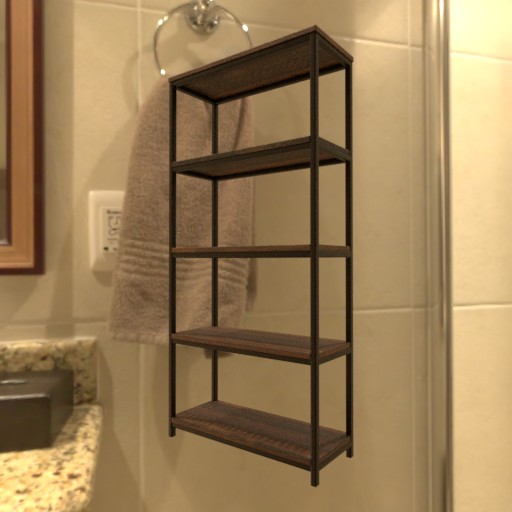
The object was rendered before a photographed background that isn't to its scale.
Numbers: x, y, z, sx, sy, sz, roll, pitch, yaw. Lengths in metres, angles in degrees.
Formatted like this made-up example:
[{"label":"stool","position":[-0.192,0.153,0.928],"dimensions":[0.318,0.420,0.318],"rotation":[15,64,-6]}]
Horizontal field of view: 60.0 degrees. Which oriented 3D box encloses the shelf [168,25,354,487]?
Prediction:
[{"label":"shelf","position":[0.000,0.000,2.185],"dimensions":[0.874,1.860,0.359],"rotation":[-1,-1,37]}]
